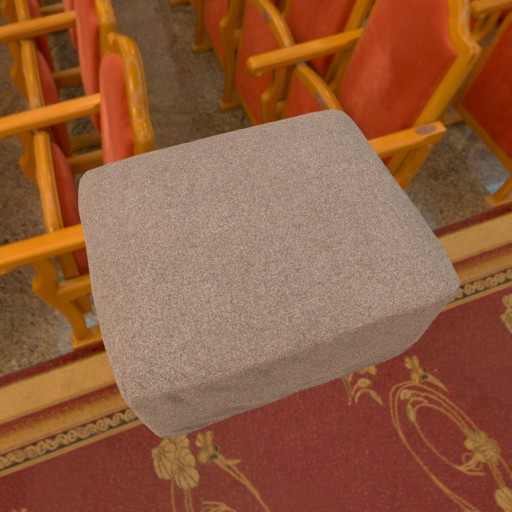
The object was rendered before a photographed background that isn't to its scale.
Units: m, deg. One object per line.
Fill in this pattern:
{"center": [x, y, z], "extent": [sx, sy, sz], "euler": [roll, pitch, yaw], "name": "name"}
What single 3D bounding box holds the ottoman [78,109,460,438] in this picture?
{"center": [0.000, 0.000, 1.227], "extent": [0.837, 0.481, 0.683], "euler": [-17, 60, -10], "name": "ottoman"}
